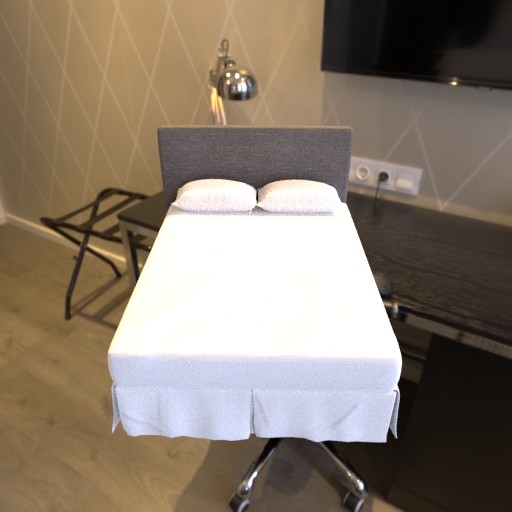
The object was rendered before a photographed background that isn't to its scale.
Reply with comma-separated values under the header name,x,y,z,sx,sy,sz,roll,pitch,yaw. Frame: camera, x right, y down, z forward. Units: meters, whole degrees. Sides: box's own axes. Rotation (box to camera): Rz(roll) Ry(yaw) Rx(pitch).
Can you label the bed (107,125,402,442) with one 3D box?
name,x,y,z,sx,sy,sz,roll,pitch,yaw
bed,0.000,0.000,3.199,1.723,1.330,2.142,1,31,1
